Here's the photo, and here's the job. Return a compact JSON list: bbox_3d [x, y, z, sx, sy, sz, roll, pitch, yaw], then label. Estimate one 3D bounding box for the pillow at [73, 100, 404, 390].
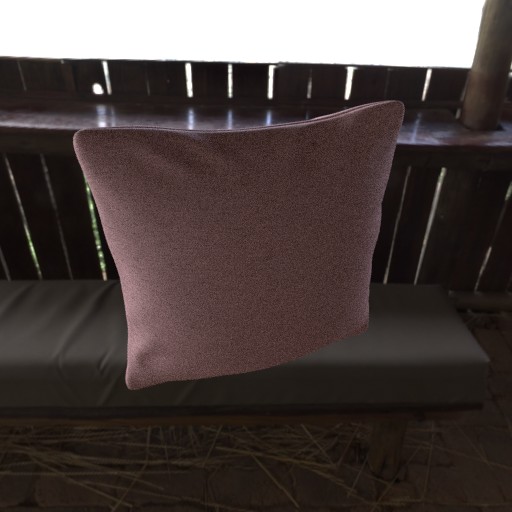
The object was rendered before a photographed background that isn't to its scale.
[{"bbox_3d":[0.000,0.000,0.654,0.432,0.415,0.246,-10,33,-16],"label":"pillow"}]
